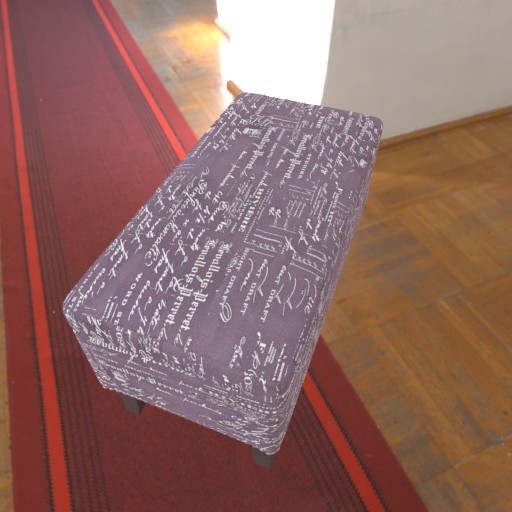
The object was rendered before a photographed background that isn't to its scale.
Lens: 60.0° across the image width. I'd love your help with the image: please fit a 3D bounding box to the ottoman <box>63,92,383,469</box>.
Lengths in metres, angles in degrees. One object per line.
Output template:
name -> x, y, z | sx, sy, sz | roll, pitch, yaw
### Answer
ottoman -> 0.000, 0.000, 1.083 | 0.406, 0.457, 0.813 | 16, 50, 14
